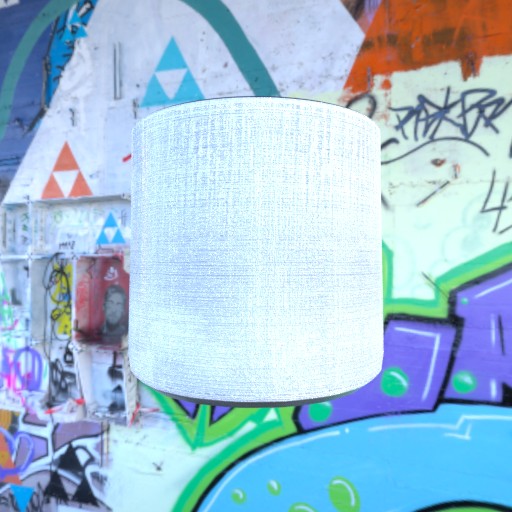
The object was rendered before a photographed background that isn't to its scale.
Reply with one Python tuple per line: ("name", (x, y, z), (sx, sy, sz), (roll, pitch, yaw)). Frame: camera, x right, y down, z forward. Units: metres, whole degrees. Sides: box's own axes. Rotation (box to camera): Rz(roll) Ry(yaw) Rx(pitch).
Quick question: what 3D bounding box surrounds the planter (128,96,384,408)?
("planter", (0.000, 0.000, 0.290), (0.160, 0.156, 0.160), (0, -1, 0))
